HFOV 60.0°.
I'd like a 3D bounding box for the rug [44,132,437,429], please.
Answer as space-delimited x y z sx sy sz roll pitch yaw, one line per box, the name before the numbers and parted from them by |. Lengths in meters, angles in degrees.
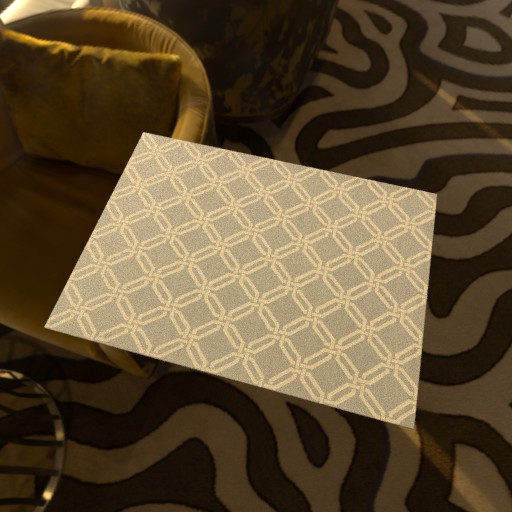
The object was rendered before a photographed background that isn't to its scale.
rug | 0.000 0.000 4.397 3.353 0.013 2.438 13 63 7
